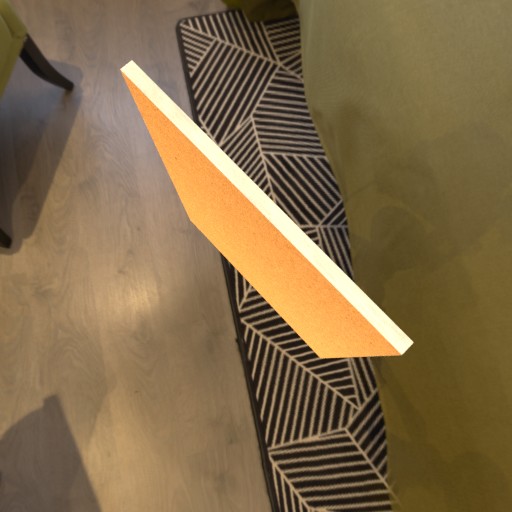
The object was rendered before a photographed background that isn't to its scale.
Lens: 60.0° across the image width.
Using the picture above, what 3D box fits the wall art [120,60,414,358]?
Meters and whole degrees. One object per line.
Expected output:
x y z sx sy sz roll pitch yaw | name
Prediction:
0.000 0.000 0.818 0.020 0.613 0.481 -42 80 -9 | wall art
